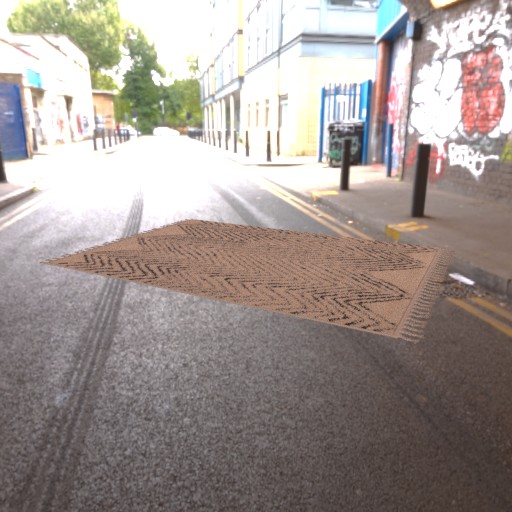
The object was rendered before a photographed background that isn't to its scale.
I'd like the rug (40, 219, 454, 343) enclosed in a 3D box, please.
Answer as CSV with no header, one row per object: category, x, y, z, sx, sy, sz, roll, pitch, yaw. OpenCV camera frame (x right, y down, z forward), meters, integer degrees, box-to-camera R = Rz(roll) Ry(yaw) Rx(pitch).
rug,0.000,0.000,2.332,1.847,0.014,1.230,9,18,27
